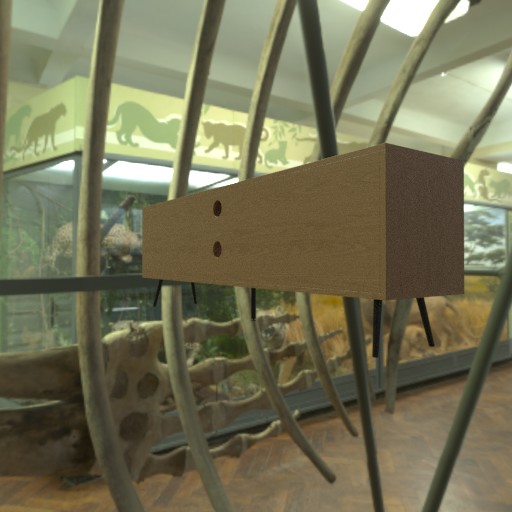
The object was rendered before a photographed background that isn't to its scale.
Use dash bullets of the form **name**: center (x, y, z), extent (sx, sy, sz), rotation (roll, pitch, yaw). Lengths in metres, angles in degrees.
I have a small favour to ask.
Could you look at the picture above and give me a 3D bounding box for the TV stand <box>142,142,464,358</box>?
- **TV stand**: center (0.000, 0.000, 1.992), extent (0.400, 0.580, 1.760), rotation (0, -1, -35)
